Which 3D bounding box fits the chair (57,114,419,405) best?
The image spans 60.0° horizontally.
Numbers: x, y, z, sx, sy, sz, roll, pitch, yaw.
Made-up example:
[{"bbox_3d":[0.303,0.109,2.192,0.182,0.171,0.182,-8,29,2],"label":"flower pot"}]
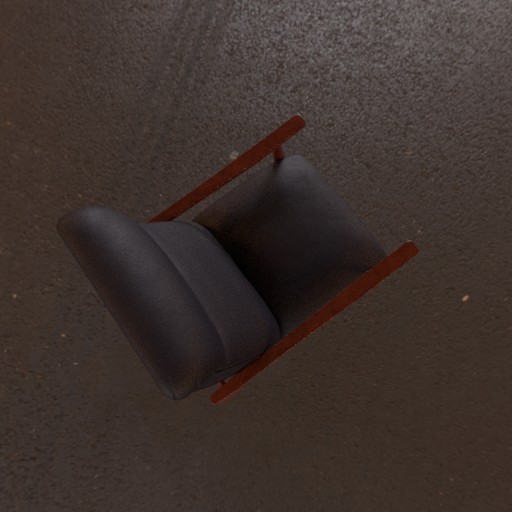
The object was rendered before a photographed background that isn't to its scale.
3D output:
[{"bbox_3d":[0.000,0.000,1.783,1.014,1.082,0.762,-35,76,-10],"label":"chair"}]
